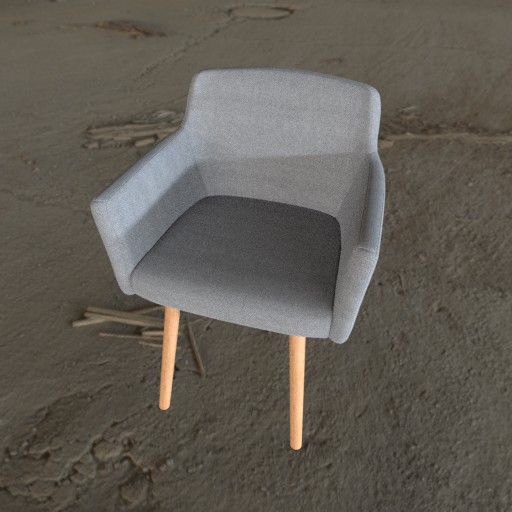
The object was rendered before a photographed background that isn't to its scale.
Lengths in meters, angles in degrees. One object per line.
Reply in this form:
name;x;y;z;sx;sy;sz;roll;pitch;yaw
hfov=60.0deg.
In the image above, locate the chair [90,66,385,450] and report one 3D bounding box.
chair;0.000;0.000;1.131;0.570;0.780;0.540;11;41;13
